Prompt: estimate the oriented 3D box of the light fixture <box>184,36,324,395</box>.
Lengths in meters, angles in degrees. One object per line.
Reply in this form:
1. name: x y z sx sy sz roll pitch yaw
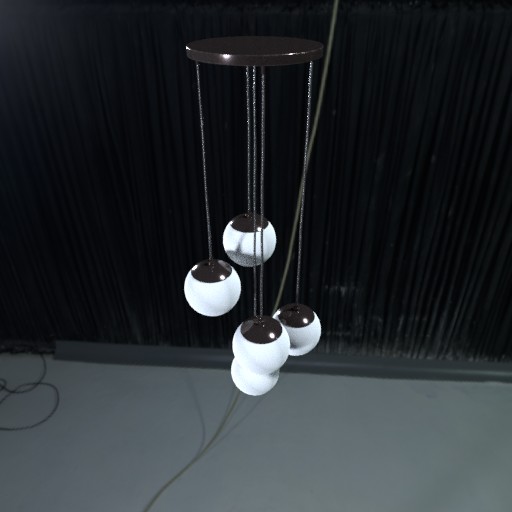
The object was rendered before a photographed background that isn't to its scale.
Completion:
1. light fixture: 0.000 0.000 1.464 0.484 1.271 0.489 1 33 2
